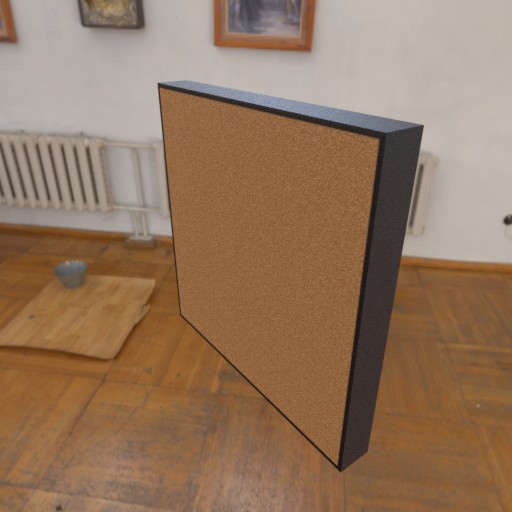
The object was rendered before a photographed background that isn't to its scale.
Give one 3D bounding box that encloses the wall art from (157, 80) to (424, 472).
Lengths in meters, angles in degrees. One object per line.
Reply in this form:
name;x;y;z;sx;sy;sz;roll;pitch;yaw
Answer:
wall art;0.000;0.000;0.447;0.037;0.303;0.304;-19;33;-32
